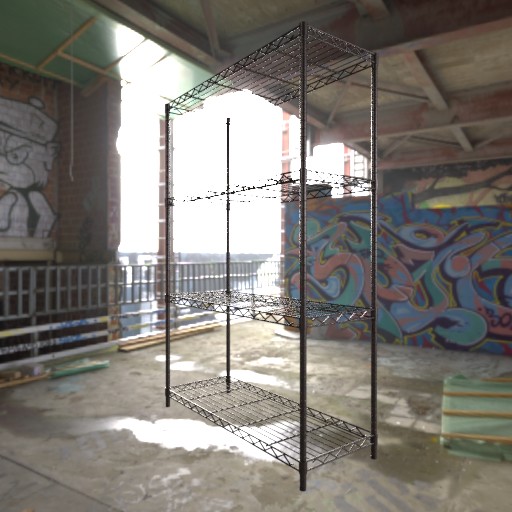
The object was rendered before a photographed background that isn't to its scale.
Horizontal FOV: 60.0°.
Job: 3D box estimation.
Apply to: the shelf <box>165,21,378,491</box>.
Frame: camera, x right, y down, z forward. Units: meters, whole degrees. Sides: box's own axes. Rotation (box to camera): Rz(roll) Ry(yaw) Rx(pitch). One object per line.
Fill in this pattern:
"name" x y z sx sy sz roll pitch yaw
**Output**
"shelf" 0.000 0.000 1.742 0.352 1.361 0.907 0 1 -37
